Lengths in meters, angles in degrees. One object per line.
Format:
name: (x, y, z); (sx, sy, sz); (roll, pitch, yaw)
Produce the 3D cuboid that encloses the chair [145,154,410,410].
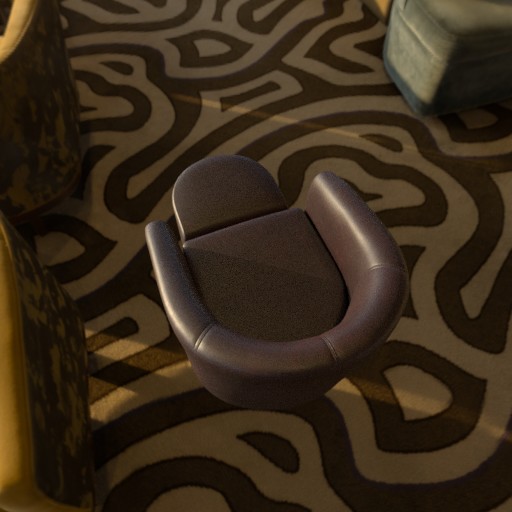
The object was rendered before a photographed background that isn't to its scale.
chair: (0.000, 0.000, 1.681); (0.737, 0.755, 1.176); (-18, 60, -11)
